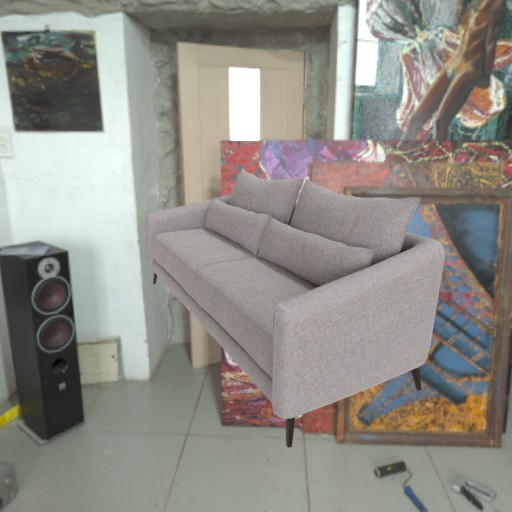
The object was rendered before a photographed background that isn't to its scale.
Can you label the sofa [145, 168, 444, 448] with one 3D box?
[{"bbox_3d":[0.000,0.000,2.476,0.809,0.833,2.022,-8,17,-25],"label":"sofa"}]
